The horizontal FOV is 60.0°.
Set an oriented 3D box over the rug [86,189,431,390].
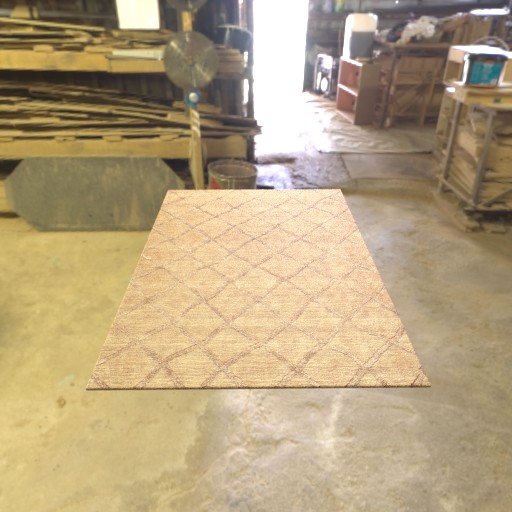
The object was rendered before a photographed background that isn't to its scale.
[{"bbox_3d":[0.000,0.000,2.944,1.528,0.014,2.292,0,31,-1],"label":"rug"}]
